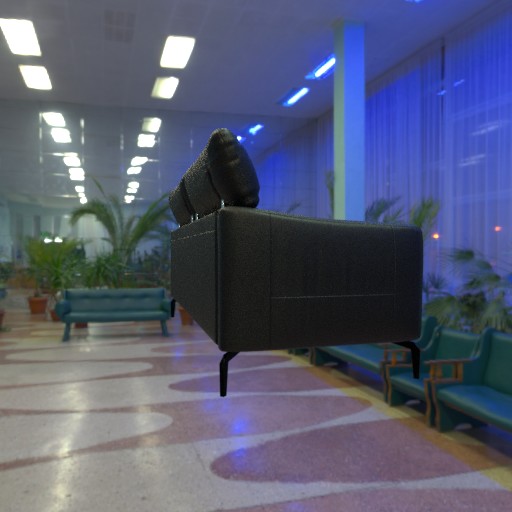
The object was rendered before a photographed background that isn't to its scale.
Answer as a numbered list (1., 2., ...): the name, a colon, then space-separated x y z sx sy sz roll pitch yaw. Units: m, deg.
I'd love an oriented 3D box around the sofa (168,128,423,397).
1. sofa: 0.000 0.000 2.569 0.856 0.957 2.069 0 1 -16
